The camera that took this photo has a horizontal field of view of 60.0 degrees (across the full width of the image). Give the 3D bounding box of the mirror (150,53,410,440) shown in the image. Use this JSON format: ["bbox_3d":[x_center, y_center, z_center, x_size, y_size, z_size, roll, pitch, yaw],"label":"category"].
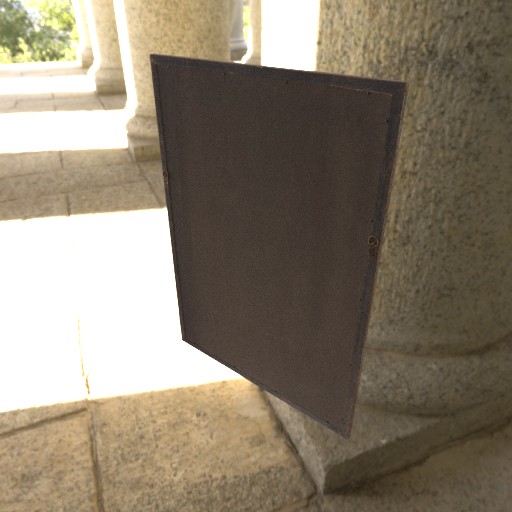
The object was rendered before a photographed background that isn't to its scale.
[{"bbox_3d":[0.000,0.000,1.249,0.705,0.996,0.025,22,37,32],"label":"mirror"}]
